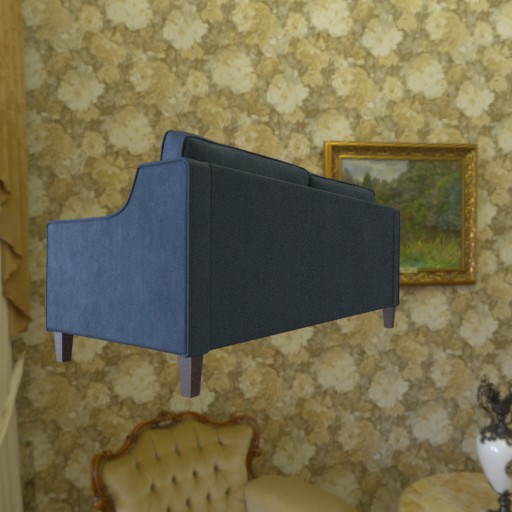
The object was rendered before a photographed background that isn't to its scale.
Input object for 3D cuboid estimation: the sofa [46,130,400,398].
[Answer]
[{"bbox_3d":[0.000,0.000,2.792,1.066,1.071,2.178,0,0,38],"label":"sofa"}]
